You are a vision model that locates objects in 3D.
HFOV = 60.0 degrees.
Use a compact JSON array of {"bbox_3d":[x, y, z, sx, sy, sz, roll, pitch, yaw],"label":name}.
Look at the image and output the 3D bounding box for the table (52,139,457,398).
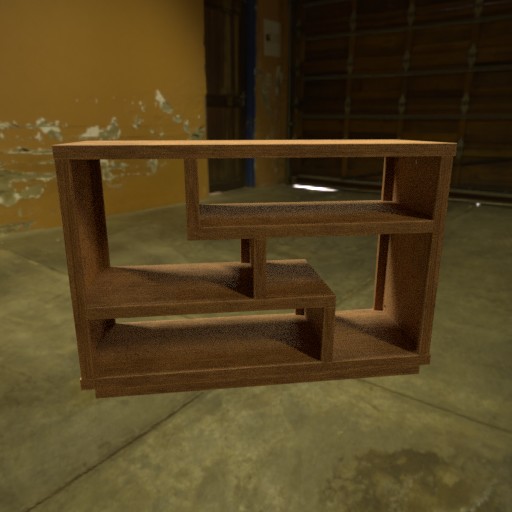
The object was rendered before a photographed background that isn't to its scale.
[{"bbox_3d":[0.000,0.000,1.545,1.151,0.771,0.410,-2,16,-7],"label":"table"}]
